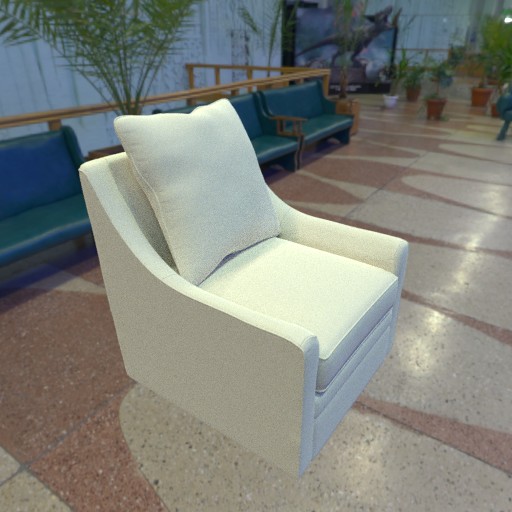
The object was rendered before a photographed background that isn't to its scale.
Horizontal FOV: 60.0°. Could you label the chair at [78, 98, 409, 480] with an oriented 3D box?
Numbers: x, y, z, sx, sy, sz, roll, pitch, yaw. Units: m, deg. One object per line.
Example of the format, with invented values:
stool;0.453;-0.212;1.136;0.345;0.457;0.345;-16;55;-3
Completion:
chair;0.000;0.000;1.576;0.876;0.965;0.756;18;32;32
